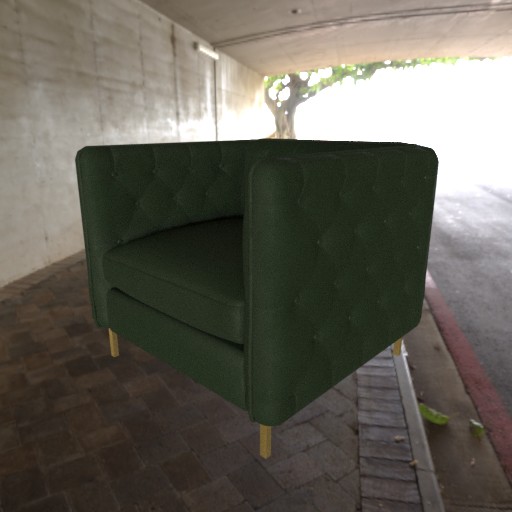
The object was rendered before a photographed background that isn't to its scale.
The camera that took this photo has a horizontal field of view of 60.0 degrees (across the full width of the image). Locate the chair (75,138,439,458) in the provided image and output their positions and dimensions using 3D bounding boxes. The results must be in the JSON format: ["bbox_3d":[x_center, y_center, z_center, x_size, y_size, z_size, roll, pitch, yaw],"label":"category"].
[{"bbox_3d":[0.000,0.000,1.543,0.917,0.768,0.855,15,22,41],"label":"chair"}]
